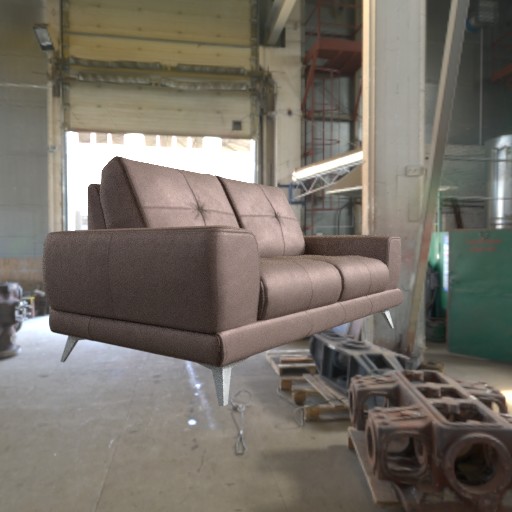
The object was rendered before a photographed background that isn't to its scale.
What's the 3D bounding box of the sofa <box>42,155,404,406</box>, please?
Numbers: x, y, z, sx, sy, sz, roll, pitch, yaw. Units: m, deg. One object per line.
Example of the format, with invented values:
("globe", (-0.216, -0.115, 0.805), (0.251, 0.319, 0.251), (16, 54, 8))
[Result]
("sofa", (0.000, 0.000, 2.320), (1.018, 0.907, 1.806), (1, 2, 36))
